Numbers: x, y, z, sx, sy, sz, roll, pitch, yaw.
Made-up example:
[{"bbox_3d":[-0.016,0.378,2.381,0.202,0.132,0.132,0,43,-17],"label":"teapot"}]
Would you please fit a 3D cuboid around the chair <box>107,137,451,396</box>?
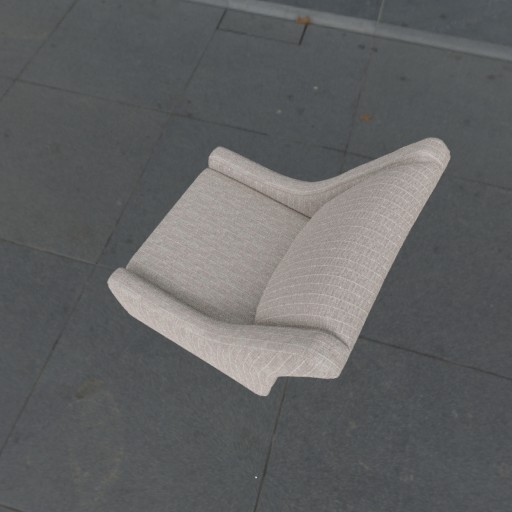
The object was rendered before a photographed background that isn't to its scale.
[{"bbox_3d":[0.000,0.000,1.646,0.870,1.014,0.774,28,67,13],"label":"chair"}]
